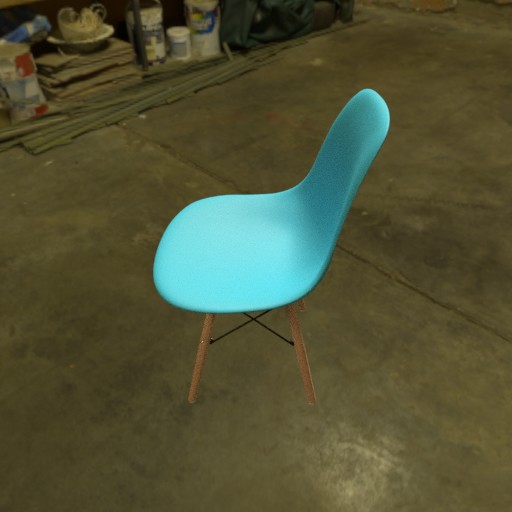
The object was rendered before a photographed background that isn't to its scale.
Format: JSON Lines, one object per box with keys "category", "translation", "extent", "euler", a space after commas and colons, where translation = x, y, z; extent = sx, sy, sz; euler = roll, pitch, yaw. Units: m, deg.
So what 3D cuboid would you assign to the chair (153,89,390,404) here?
{"category": "chair", "translation": [0.000, 0.000, 1.176], "extent": [0.531, 0.826, 0.470], "euler": [0, 41, 0]}
